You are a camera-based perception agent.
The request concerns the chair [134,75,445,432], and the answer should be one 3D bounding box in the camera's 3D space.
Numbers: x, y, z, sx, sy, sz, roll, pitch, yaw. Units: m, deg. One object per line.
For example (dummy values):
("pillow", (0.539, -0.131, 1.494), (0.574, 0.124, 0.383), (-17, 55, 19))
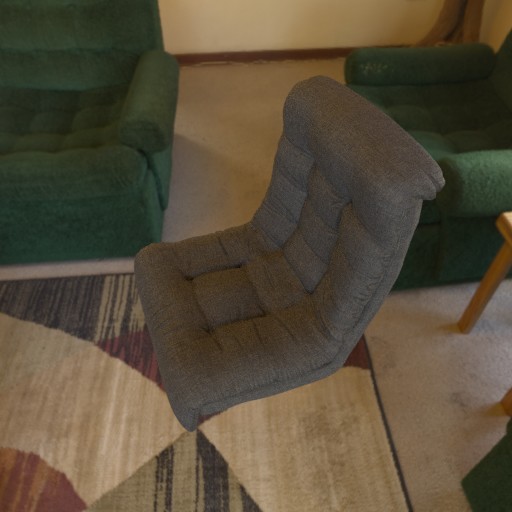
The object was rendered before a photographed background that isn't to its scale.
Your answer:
("chair", (0.000, 0.000, 1.230), (0.668, 0.749, 0.597), (-16, 48, -16))
